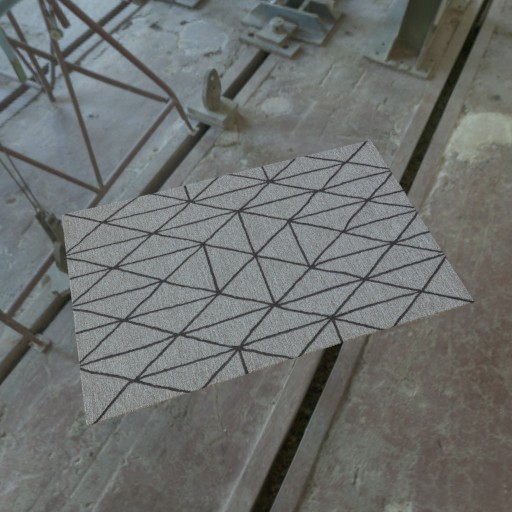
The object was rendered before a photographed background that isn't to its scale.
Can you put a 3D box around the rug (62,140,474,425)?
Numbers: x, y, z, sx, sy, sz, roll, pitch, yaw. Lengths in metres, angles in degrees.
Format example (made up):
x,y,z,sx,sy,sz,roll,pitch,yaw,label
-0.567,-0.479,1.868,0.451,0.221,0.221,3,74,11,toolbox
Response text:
x,y,z,sx,sy,sz,roll,pitch,yaw,label
0.000,0.000,3.034,2.465,0.008,1.526,-15,60,-9,rug
